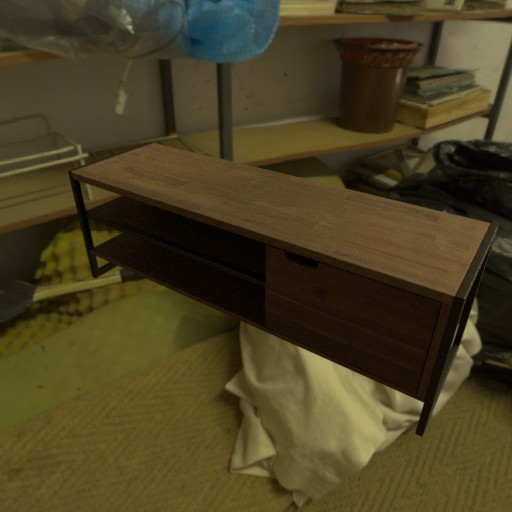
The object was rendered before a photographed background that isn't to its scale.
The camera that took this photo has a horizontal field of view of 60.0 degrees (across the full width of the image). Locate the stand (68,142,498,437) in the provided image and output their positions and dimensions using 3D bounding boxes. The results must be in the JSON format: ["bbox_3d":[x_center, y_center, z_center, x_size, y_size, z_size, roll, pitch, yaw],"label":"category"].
[{"bbox_3d":[0.000,0.000,1.676,1.480,0.506,0.454,20,37,29],"label":"stand"}]
